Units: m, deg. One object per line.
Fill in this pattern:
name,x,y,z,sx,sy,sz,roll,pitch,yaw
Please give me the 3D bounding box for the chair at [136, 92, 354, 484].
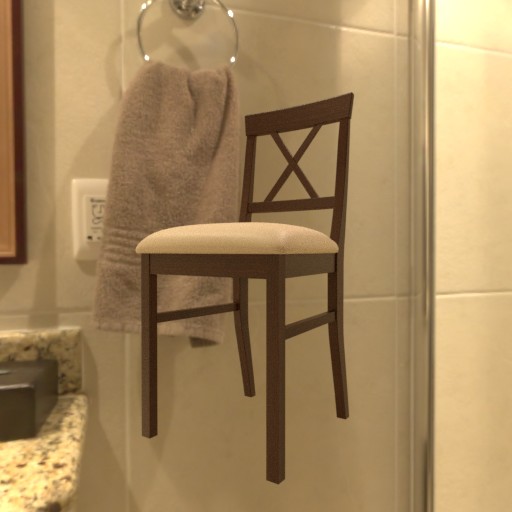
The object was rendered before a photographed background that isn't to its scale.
chair,0.000,0.000,1.173,0.440,0.913,0.480,0,1,35
